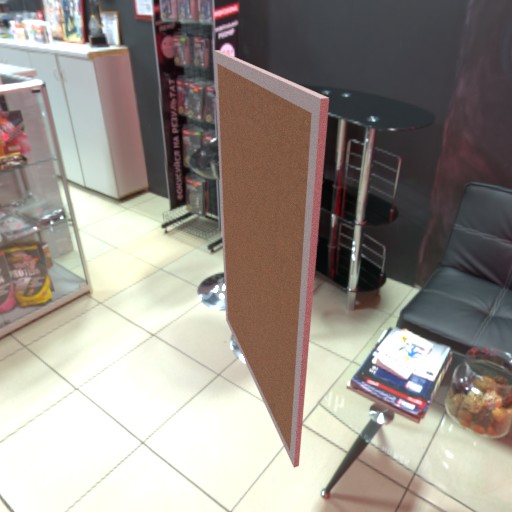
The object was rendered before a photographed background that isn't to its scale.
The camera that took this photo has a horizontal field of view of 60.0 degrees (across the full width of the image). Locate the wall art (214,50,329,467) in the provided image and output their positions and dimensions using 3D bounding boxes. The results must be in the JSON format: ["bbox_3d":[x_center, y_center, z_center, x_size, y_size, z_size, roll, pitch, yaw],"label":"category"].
[{"bbox_3d":[0.000,0.000,1.222,0.015,0.965,0.660,-10,33,-17],"label":"wall art"}]
